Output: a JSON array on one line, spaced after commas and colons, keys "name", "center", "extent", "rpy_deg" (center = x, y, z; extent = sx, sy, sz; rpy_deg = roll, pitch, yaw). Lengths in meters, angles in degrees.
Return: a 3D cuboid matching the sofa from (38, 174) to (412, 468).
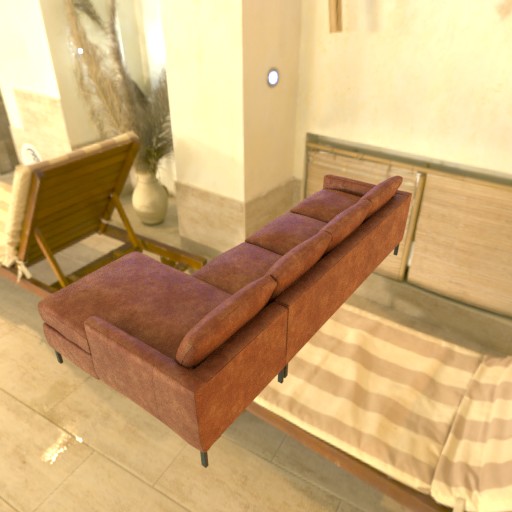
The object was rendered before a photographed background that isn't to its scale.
[{"name": "sofa", "center": [0.000, 0.000, 3.613], "extent": [1.471, 0.859, 2.993], "rpy_deg": [21, 37, 30]}]
